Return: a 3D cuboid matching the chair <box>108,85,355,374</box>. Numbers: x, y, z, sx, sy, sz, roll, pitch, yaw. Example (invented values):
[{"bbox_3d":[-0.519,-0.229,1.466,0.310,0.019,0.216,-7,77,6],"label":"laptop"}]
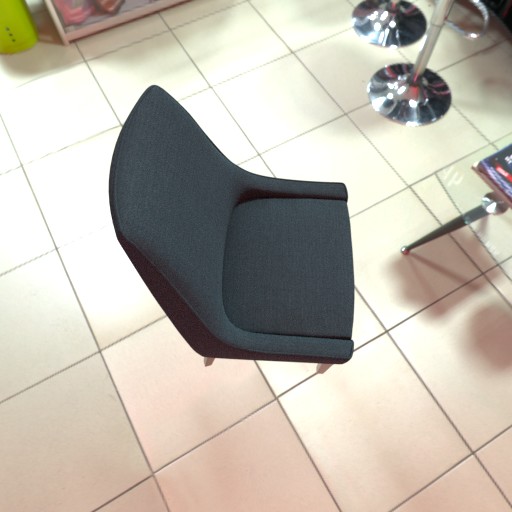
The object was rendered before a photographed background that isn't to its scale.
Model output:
[{"bbox_3d":[0.000,0.000,1.204,0.544,0.861,0.529,3,65,1],"label":"chair"}]
